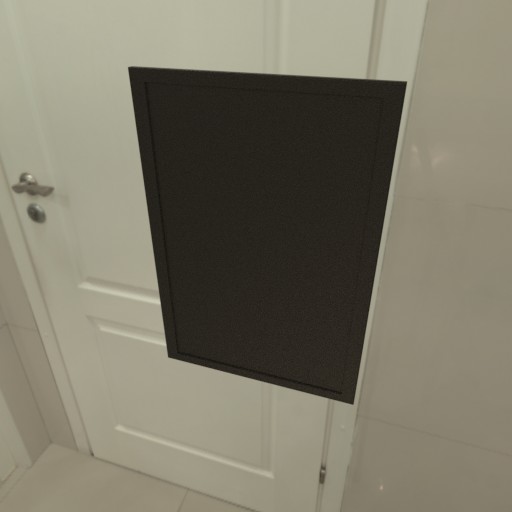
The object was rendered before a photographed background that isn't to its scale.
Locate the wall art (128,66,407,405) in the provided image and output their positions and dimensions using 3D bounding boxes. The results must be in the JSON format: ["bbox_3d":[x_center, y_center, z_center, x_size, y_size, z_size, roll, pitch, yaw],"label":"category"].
[{"bbox_3d":[0.000,0.000,0.858,0.451,0.661,0.012,10,32,16],"label":"wall art"}]
